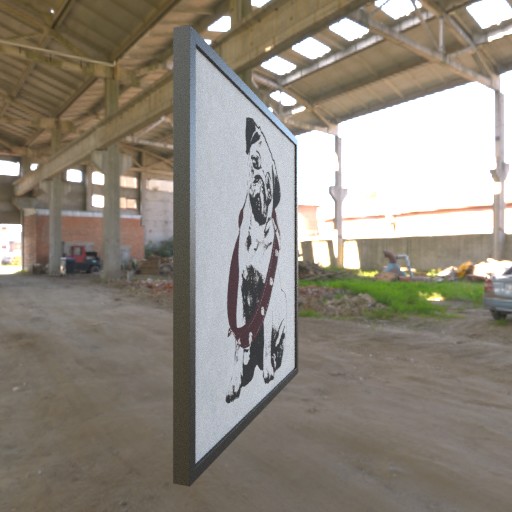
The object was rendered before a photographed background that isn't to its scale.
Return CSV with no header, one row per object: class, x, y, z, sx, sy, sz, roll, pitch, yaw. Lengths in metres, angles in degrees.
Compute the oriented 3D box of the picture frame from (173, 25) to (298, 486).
picture frame,0.000,0.000,1.114,0.032,0.775,0.775,0,0,19
